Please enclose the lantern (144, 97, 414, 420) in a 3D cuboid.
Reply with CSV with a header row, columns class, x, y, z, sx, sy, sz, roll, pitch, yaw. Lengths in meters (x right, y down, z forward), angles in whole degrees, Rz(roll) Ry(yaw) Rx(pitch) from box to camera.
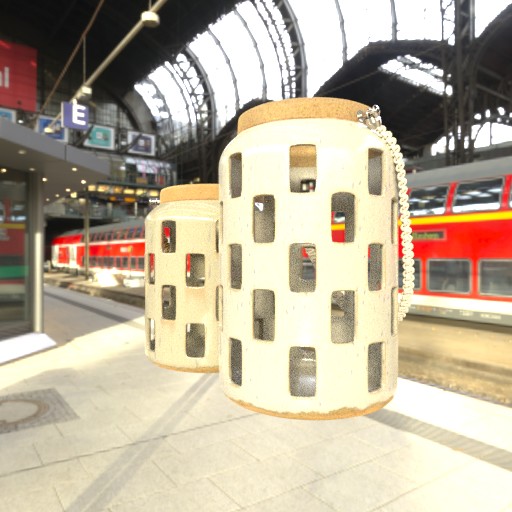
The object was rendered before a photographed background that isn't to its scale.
class,x,y,z,sx,sy,sz,roll,pitch,yaw
lantern,0.000,0.000,0.494,0.184,0.255,0.347,0,0,-36
